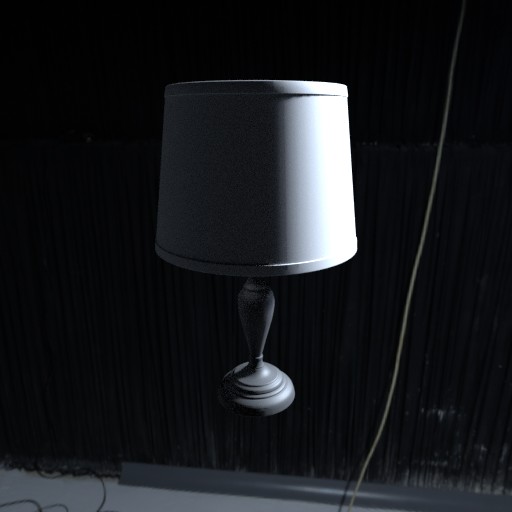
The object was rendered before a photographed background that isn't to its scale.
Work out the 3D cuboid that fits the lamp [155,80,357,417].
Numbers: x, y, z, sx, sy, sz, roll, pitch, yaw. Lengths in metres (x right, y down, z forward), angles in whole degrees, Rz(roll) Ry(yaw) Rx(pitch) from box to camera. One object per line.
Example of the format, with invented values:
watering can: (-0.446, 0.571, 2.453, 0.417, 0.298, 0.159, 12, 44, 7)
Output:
lamp: (0.000, 0.000, 0.703, 0.310, 0.501, 0.310, 0, 17, 0)
